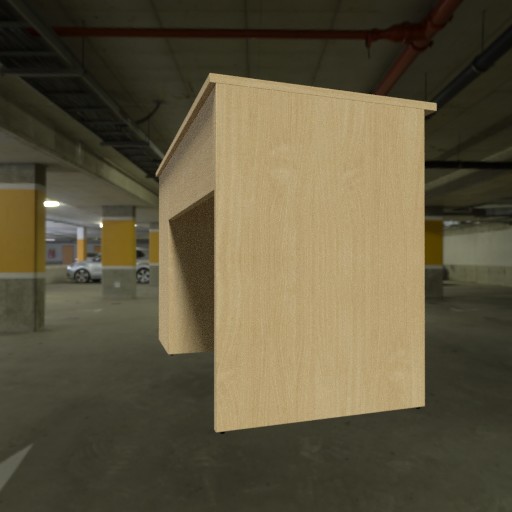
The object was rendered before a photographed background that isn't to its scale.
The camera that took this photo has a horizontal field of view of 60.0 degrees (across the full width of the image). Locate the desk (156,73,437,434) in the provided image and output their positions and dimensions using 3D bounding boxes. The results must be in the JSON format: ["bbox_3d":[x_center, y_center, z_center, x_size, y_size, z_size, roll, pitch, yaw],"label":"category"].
[{"bbox_3d":[0.000,0.000,1.505,0.560,0.735,1.097,0,0,-18],"label":"desk"}]
